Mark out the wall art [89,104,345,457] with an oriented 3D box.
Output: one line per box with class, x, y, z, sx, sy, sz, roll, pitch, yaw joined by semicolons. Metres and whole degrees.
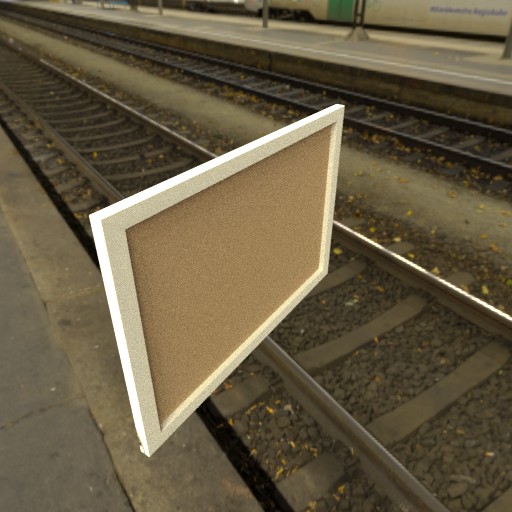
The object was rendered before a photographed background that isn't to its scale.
wall art;0.000;0.000;1.486;0.038;0.767;1.144;20;37;29
